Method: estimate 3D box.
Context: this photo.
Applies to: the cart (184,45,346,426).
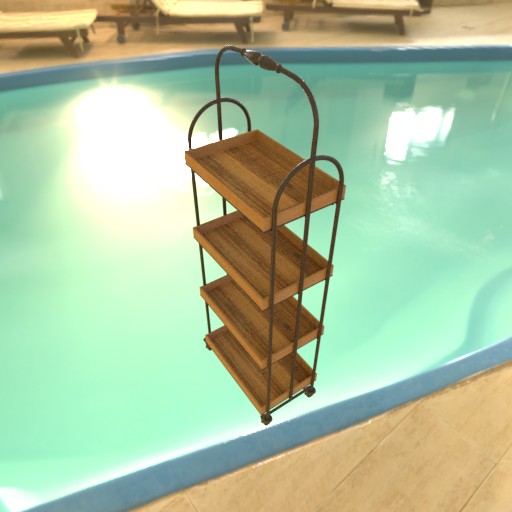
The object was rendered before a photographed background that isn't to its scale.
[{"bbox_3d":[0.000,0.000,1.700,0.308,1.481,0.581,-24,46,-25],"label":"cart"}]
